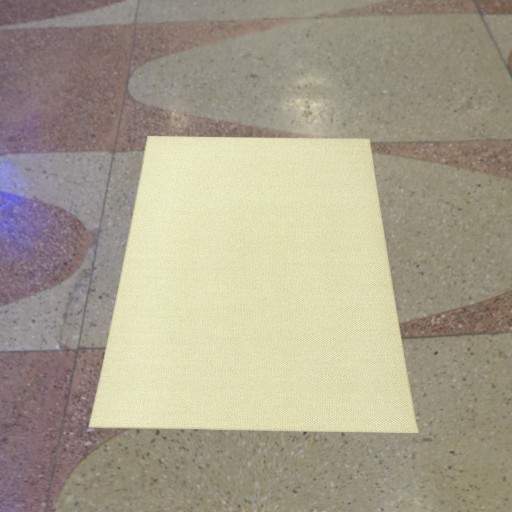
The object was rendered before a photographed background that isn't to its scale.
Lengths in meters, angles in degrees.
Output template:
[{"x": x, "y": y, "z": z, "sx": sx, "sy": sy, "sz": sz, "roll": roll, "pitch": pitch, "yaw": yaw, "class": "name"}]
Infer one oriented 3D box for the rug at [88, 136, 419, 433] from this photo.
[{"x": 0.000, "y": 0.000, "z": 4.083, "sx": 2.462, "sy": 0.018, "sz": 3.039, "roll": 1, "pitch": 59, "yaw": 0, "class": "rug"}]
